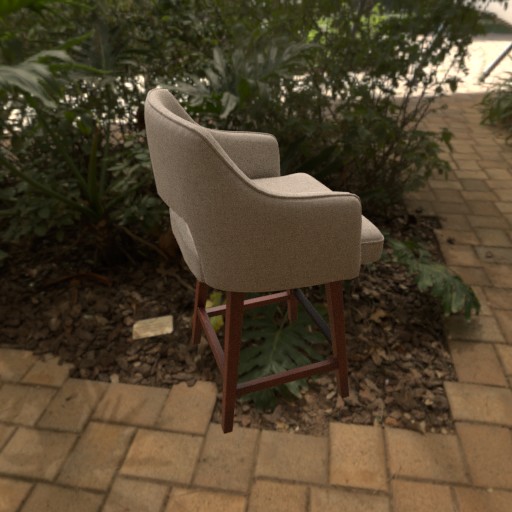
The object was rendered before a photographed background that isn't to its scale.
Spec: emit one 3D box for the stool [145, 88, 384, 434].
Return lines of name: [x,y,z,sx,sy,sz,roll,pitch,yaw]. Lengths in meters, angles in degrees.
stool: [0.000,0.000,1.348,0.558,0.944,0.599,-10,32,-17]
